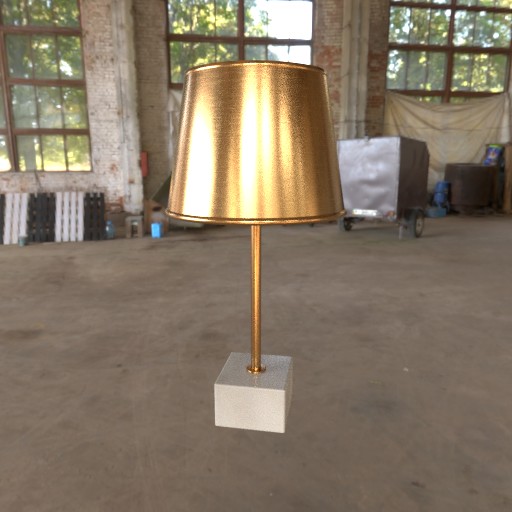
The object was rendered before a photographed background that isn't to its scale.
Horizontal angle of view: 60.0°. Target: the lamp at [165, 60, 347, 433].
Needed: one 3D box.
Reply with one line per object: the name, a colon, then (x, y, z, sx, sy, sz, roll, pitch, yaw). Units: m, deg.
lamp: (0.000, 0.000, 0.530, 0.208, 0.406, 0.208, 0, 12, 0)
